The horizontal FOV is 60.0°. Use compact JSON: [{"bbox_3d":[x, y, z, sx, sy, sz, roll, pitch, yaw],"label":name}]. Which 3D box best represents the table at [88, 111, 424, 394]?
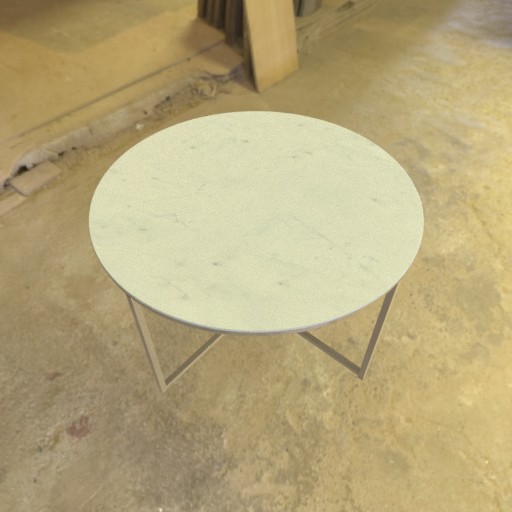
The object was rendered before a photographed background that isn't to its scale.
[{"bbox_3d":[0.000,0.000,1.255,0.800,0.450,0.800,0,47,0],"label":"table"}]
